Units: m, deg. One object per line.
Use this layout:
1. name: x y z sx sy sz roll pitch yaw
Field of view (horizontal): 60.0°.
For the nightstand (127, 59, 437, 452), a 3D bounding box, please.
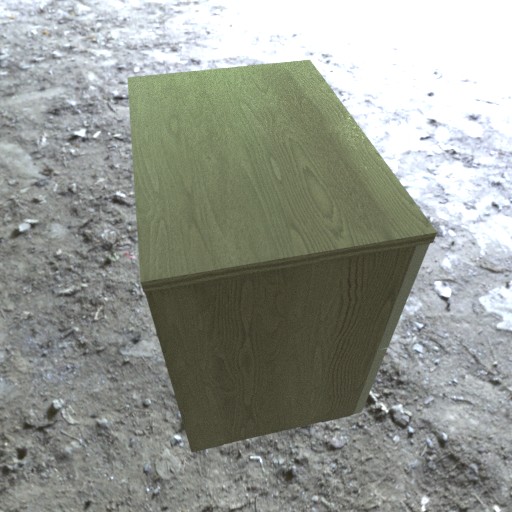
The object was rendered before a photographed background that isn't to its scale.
1. nightstand: 0.000 0.000 0.761 0.325 0.461 0.442 -9 47 -9
